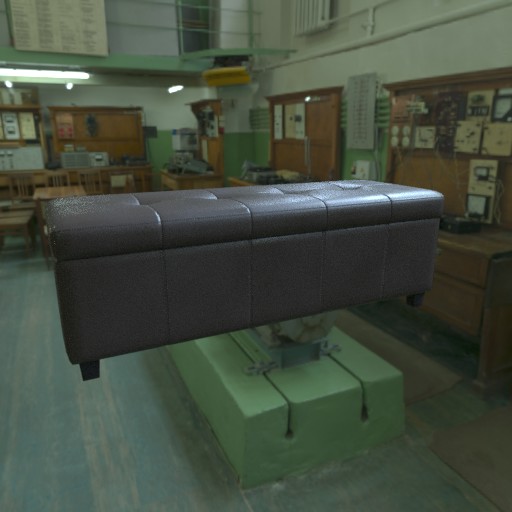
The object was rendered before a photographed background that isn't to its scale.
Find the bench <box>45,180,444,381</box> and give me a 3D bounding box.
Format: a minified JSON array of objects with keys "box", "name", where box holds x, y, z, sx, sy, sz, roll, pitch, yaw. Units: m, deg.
[{"box":[0.000,0.000,1.460,1.219,0.417,0.450,-8,18,-25],"name":"bench"}]
